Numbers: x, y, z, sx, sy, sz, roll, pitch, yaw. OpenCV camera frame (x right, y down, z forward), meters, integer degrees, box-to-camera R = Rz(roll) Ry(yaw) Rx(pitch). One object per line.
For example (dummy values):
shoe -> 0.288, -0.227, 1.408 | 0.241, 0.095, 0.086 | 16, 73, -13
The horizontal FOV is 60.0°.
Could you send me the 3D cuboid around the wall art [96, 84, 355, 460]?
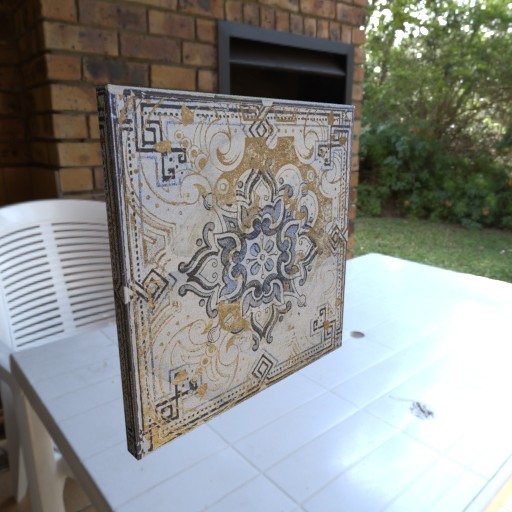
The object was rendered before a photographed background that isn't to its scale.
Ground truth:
wall art -> 0.000, 0.000, 0.901 | 0.036, 0.607, 0.609 | 15, 21, 43
